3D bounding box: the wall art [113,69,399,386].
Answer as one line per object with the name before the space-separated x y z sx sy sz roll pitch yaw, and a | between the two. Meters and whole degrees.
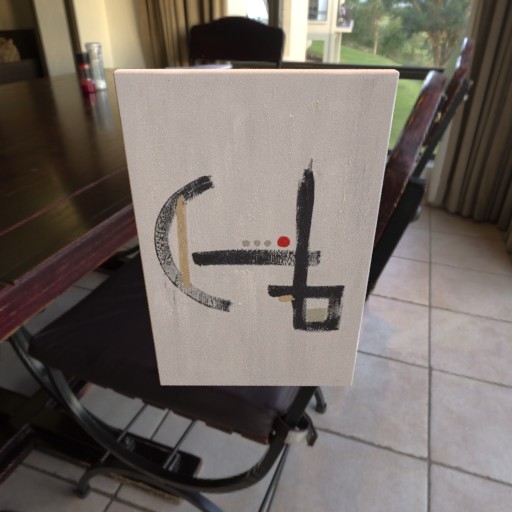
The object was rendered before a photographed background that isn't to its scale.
wall art | 0.000 0.000 1.174 0.602 0.916 0.048 0 30 0
